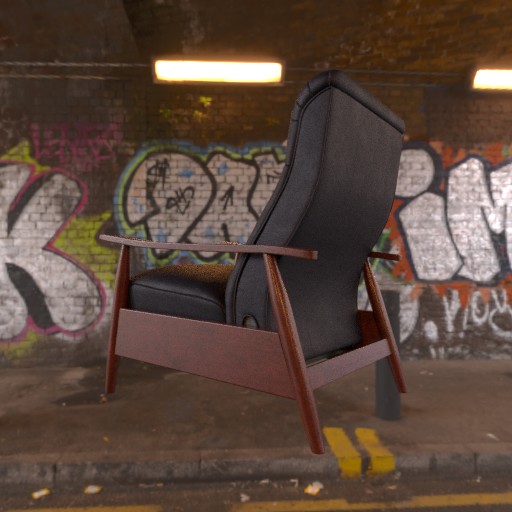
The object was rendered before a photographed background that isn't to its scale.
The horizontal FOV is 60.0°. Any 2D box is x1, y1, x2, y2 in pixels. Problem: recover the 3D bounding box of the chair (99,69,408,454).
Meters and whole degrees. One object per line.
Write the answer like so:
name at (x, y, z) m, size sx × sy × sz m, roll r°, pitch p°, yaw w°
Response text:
chair at (0.000, 0.000, 1.775) m, size 1.014 × 1.082 × 0.762 m, roll -1°, pitch -1°, yaw 37°
